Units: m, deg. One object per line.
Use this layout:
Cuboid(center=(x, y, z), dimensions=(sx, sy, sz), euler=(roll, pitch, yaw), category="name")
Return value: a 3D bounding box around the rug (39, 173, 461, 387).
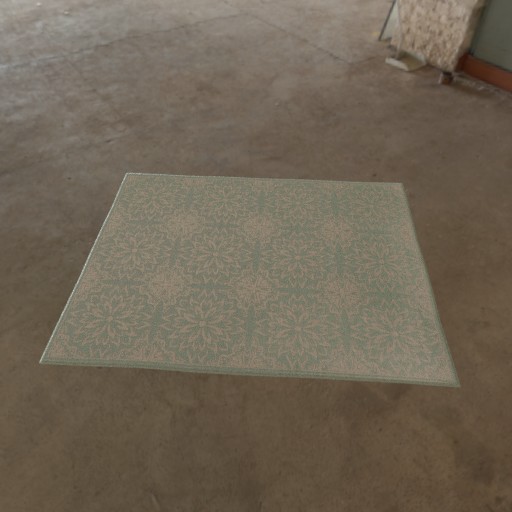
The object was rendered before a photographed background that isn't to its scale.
Cuboid(center=(0.000, 0.000, 3.949), dimensions=(2.980, 0.012, 2.363), euler=(3, 45, 3), category="rug")
